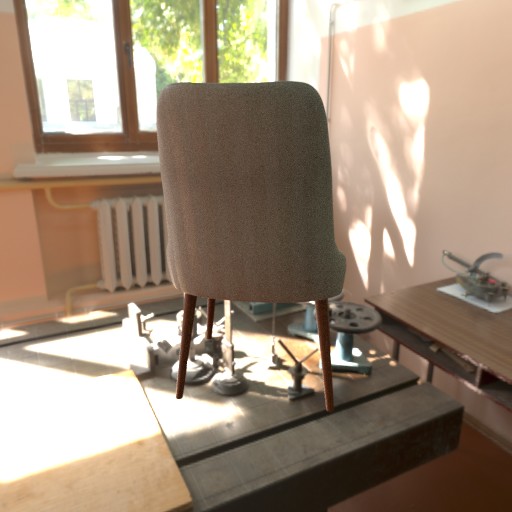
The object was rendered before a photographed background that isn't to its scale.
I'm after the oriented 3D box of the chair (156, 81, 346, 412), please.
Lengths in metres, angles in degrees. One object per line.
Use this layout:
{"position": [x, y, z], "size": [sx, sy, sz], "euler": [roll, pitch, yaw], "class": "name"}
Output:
{"position": [0.000, 0.000, 1.314], "size": [0.526, 0.917, 0.684], "euler": [2, 17, 7], "class": "chair"}
